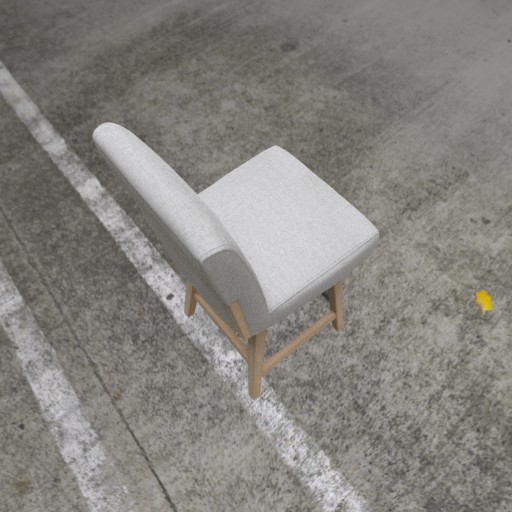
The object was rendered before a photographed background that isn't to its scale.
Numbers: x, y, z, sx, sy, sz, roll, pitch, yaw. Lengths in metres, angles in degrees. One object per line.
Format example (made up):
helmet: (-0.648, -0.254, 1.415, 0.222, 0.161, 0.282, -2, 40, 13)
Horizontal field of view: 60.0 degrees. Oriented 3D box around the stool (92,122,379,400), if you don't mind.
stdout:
stool: (0.000, 0.000, 1.440, 0.606, 1.085, 0.507, -34, 63, -20)
